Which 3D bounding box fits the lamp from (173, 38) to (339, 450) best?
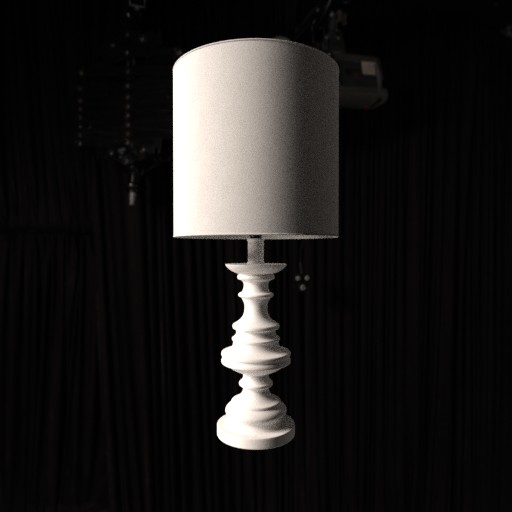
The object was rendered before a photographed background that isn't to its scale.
[{"bbox_3d":[0.000,0.000,0.568,0.208,0.455,0.208,0,1,-18],"label":"lamp"}]
